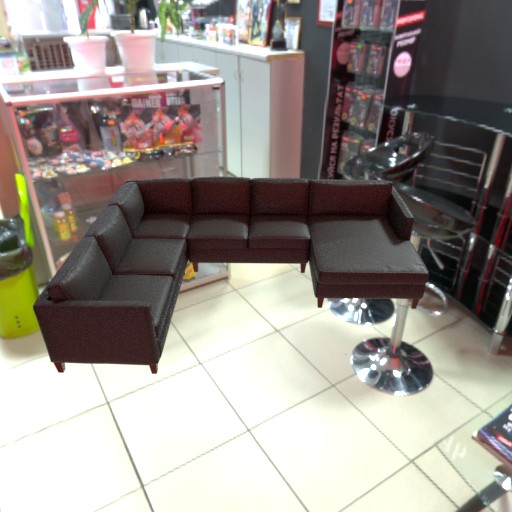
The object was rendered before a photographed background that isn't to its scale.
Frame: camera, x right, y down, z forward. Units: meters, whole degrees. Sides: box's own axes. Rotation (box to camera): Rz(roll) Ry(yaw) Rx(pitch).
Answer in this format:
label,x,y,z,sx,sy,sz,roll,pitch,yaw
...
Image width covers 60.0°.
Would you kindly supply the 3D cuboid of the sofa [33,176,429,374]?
label,x,y,z,sx,sy,sz,roll,pitch,yaw
sofa,0.000,0.000,4.624,3.460,0.923,2.593,0,31,1
